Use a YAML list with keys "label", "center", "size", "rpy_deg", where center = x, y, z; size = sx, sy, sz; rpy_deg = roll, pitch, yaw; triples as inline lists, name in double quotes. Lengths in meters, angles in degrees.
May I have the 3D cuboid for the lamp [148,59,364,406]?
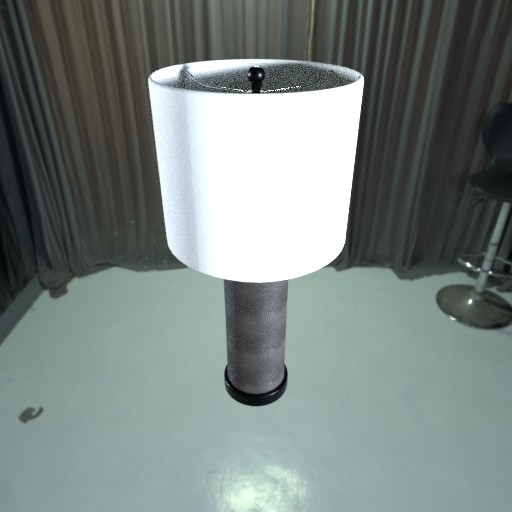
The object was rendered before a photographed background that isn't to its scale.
- label: "lamp"
  center: [0.000, 0.000, 0.797]
  size: [0.305, 0.634, 0.305]
  rpy_deg: [-1, 31, -2]
